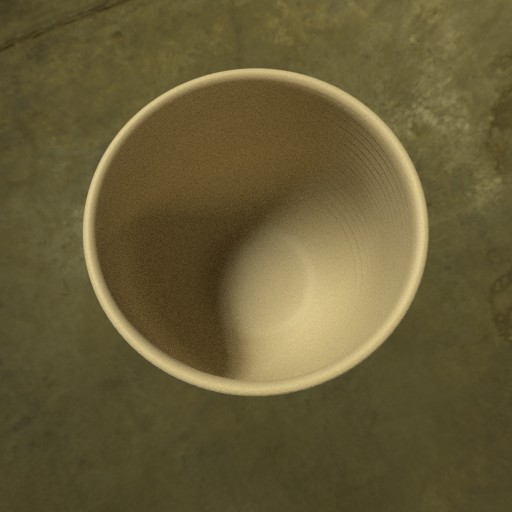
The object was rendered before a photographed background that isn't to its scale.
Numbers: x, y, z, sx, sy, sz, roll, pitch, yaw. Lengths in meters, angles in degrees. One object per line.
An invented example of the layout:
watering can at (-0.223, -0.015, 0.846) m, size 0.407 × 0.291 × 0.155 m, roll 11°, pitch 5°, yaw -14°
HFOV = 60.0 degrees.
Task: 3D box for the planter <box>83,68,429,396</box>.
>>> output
planter at (0.000, 0.000, 0.290) m, size 0.169 × 0.153 × 0.169 m, roll 0°, pitch 75°, yaw 0°
